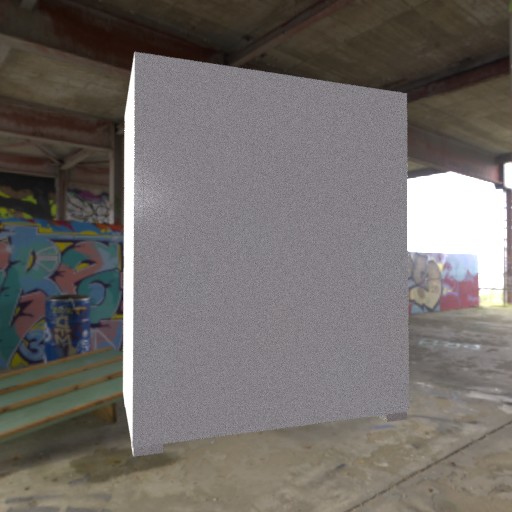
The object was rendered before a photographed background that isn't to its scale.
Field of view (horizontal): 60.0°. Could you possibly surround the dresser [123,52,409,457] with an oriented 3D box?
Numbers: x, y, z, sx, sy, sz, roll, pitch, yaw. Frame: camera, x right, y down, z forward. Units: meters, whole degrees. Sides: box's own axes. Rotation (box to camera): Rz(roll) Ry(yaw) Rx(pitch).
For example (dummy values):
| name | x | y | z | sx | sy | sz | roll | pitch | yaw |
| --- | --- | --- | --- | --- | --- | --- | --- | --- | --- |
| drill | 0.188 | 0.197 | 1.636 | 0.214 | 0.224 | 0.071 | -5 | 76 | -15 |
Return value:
| name | x | y | z | sx | sy | sz | roll | pitch | yaw |
| --- | --- | --- | --- | --- | --- | --- | --- | --- | --- |
| dresser | 0.000 | 0.000 | 1.168 | 0.650 | 0.800 | 0.400 | 0 | -1 | -19 |
